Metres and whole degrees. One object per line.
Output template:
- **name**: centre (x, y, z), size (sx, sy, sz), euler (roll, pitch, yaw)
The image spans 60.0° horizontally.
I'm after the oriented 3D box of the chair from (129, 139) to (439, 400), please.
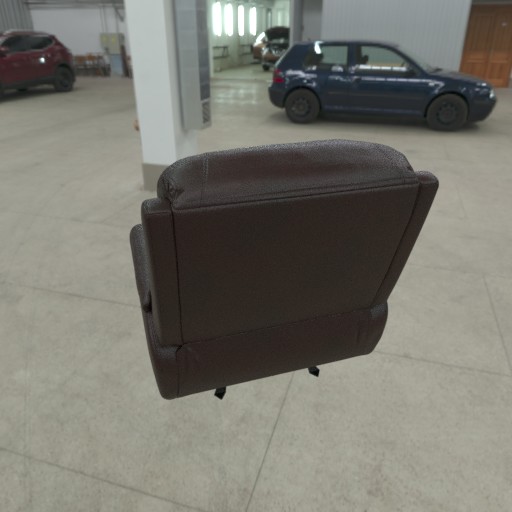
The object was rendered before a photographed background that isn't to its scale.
- **chair**: centre (0.000, 0.000, 1.743), size (0.930, 1.011, 0.899), euler (-8, 28, -16)
